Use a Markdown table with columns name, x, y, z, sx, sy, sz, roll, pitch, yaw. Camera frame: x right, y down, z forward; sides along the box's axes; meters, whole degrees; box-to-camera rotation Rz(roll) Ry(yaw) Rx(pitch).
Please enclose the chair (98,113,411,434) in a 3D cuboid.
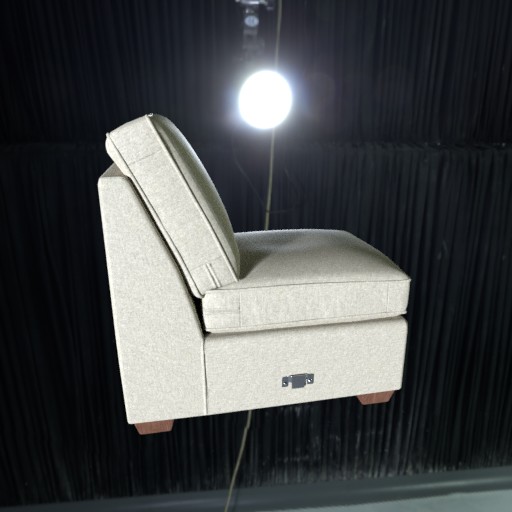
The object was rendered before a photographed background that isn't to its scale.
| name | x | y | z | sx | sy | sz | roll | pitch | yaw |
| --- | --- | --- | --- | --- | --- | --- | --- | --- | --- |
| chair | 0.000 | 0.000 | 1.726 | 1.020 | 1.058 | 0.674 | -3 | 18 | -11 |
